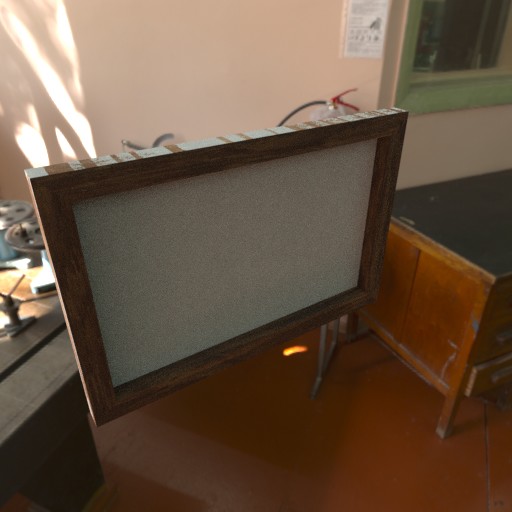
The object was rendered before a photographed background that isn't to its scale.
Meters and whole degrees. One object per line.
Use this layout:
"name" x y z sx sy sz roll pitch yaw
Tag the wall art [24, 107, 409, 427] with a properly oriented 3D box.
"wall art" 0.000 0.000 0.739 0.609 0.405 0.035 -18 35 -28
